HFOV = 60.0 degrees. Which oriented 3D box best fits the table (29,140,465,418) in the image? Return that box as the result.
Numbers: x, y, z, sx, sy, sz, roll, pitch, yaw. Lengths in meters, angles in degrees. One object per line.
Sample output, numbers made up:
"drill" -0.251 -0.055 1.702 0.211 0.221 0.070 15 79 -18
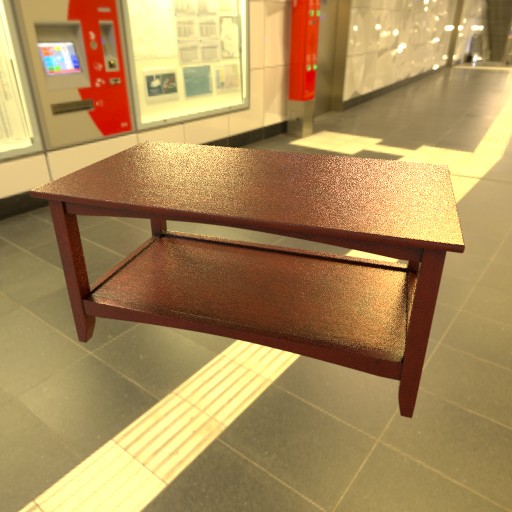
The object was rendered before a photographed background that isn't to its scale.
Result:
"table" 0.000 0.000 1.233 0.943 0.456 0.533 9 29 16
